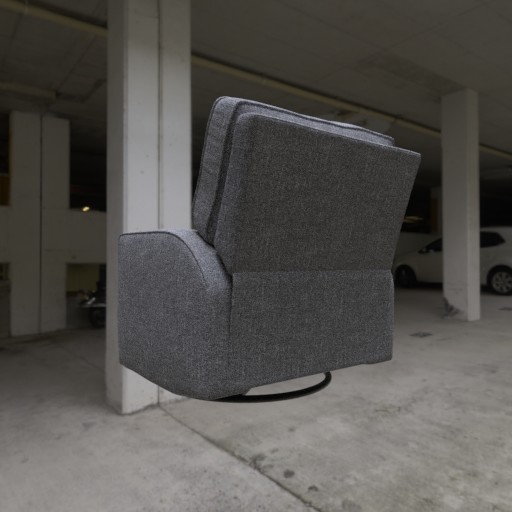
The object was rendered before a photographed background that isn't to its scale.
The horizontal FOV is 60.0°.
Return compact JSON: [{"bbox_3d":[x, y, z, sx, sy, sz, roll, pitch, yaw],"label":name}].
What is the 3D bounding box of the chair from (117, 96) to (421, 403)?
[{"bbox_3d":[0.000,0.000,1.717,0.861,0.962,0.964,0,-1,-37],"label":"chair"}]
